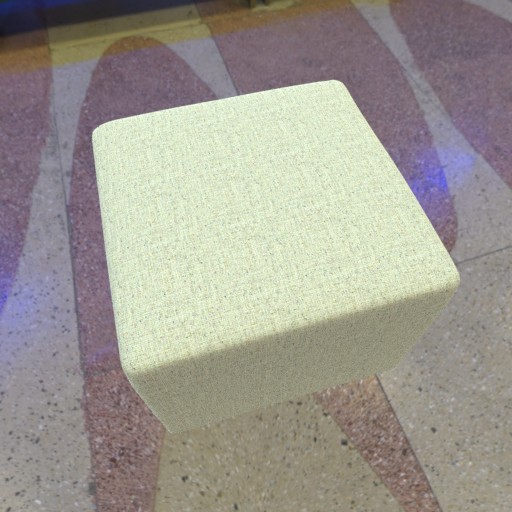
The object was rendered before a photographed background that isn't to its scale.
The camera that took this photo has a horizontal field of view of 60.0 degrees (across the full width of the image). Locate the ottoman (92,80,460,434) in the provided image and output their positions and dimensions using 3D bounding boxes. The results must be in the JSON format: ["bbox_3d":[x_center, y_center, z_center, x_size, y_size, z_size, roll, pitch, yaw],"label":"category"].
[{"bbox_3d":[0.000,0.000,0.908,0.521,0.453,0.512,-14,59,-9],"label":"ottoman"}]
